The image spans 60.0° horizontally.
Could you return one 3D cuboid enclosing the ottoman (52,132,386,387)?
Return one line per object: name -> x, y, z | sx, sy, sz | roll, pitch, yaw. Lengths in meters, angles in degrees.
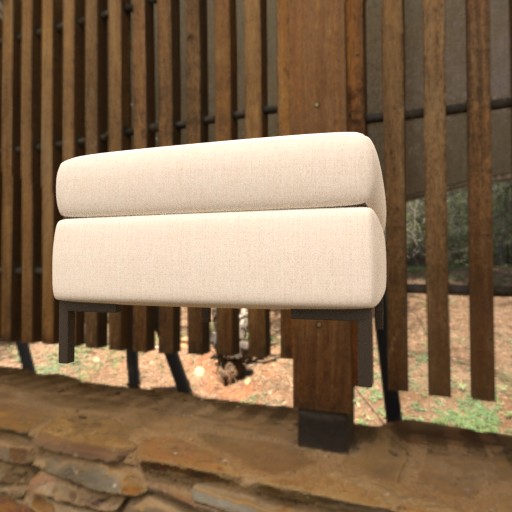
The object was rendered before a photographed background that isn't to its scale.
ottoman -> 0.000, 0.000, 1.172 | 0.657, 0.453, 0.794 | -1, -2, 17
